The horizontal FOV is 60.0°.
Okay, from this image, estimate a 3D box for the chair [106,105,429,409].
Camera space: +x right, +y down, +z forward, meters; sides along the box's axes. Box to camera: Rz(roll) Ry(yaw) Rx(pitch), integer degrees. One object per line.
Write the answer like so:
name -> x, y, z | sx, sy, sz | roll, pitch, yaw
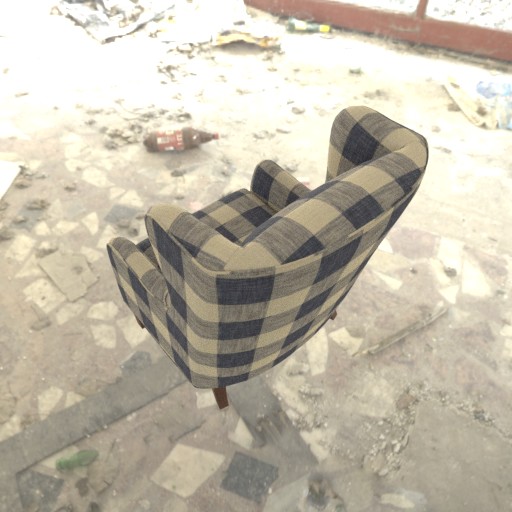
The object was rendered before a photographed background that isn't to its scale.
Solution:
chair -> 0.000, 0.000, 1.677 | 0.830, 1.041, 0.889 | -33, 55, -27
